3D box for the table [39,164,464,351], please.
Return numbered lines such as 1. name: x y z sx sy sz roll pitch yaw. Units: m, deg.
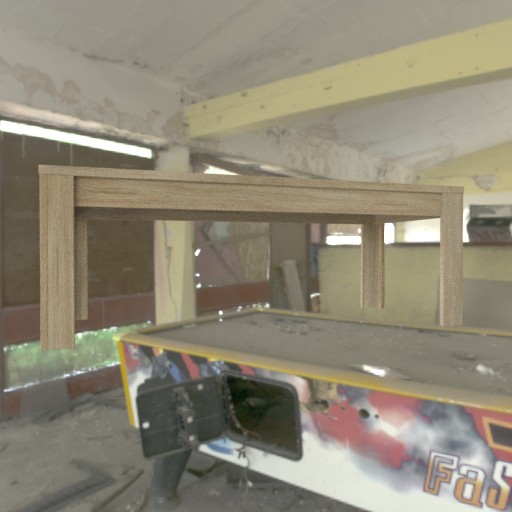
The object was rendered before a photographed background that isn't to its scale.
1. table: 0.000 0.000 2.631 2.200 0.790 0.900 0 1 -17
